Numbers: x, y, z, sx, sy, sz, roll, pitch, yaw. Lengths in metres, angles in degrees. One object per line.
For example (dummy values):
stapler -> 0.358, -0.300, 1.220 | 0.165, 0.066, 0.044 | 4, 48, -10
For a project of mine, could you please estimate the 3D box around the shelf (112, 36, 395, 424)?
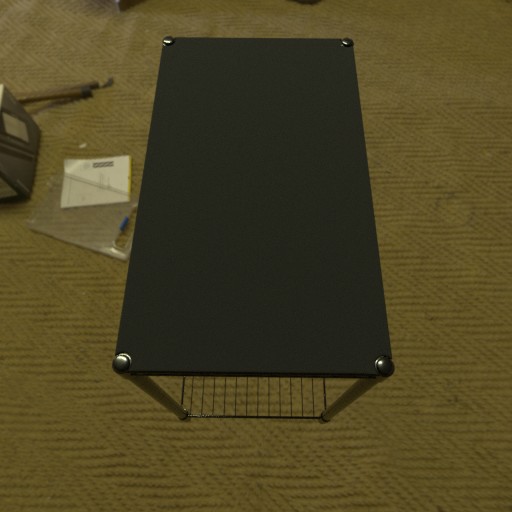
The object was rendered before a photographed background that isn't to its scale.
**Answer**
shelf -> 0.000, 0.000, 0.902 | 0.338, 0.564, 0.589 | 1, 64, 0
